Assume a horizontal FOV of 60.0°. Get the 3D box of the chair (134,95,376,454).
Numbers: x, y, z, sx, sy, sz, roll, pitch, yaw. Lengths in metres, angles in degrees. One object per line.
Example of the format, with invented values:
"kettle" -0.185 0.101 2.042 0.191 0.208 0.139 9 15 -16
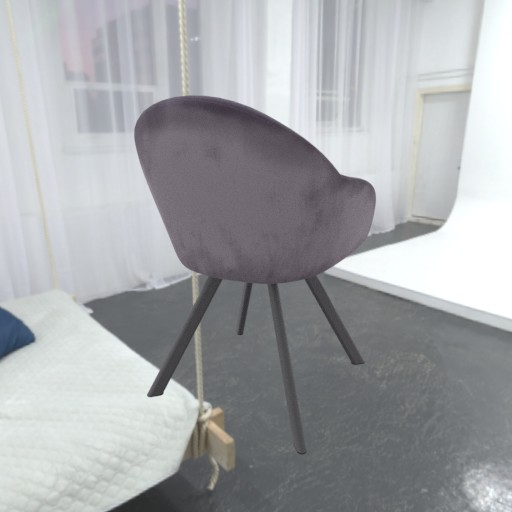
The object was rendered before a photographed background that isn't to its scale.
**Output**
"chair" 0.000 0.000 1.211 0.550 0.795 0.590 9 18 28
